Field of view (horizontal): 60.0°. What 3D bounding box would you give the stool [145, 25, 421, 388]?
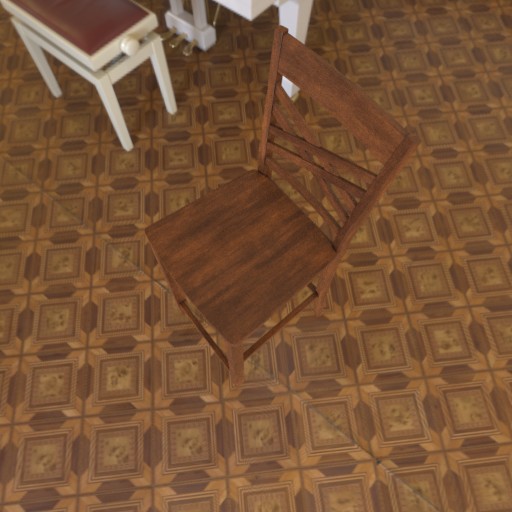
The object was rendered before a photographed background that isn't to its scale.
[{"bbox_3d":[0.000,0.000,1.352,0.504,1.098,0.426,-35,69,-16],"label":"stool"}]
